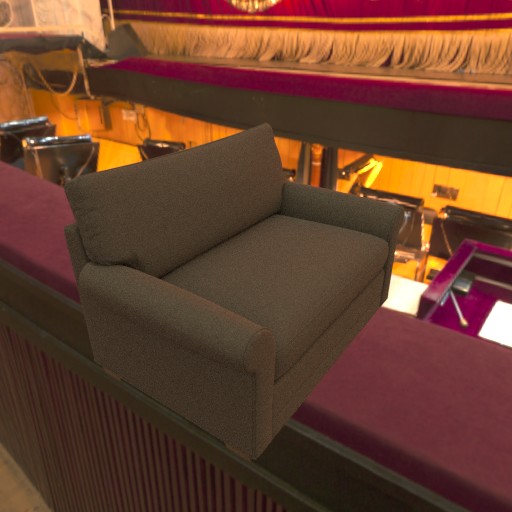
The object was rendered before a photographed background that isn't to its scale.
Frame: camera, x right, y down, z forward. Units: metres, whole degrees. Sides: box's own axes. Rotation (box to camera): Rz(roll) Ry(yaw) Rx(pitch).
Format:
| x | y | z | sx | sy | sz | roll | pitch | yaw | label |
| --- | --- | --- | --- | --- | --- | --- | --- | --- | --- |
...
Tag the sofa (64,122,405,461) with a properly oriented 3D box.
| x | y | z | sx | sy | sz | roll | pitch | yaw | label |
| --- | --- | --- | --- | --- | --- | --- | --- | --- | --- |
| 0.000 | 0.000 | 2.065 | 0.940 | 0.953 | 1.410 | 18 | 33 | 31 | sofa |
